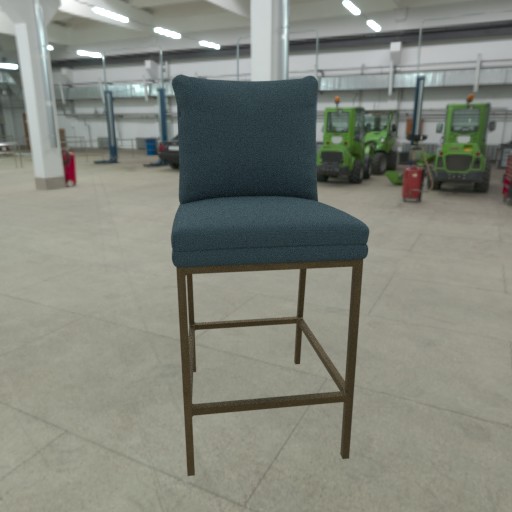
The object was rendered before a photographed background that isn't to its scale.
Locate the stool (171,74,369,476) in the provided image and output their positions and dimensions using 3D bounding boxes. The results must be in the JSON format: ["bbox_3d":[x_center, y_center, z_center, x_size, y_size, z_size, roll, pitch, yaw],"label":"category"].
[{"bbox_3d":[0.000,0.000,1.307,0.463,1.032,0.568,-2,17,-8],"label":"stool"}]
